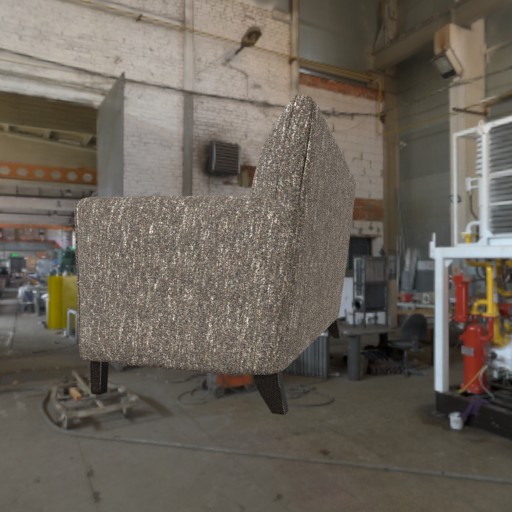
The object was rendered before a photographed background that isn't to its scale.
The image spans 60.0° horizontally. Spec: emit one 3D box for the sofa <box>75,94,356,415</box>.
[{"bbox_3d":[0.000,0.000,2.051,0.801,0.946,1.519,0,-1,17],"label":"sofa"}]
